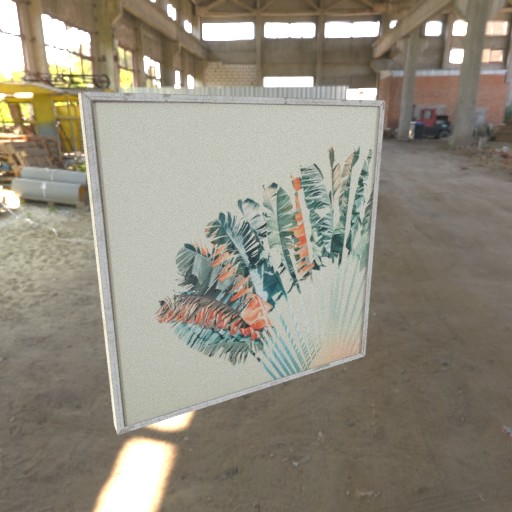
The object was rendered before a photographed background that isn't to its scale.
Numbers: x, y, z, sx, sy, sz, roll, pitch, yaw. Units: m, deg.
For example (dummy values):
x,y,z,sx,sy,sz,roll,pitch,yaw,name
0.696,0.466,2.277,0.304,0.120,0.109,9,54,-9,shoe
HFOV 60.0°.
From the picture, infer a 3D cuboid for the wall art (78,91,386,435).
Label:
x,y,z,sx,sy,sz,roll,pitch,yaw,name
0.000,0.000,1.121,0.760,0.757,0.038,-9,19,-27,wall art
